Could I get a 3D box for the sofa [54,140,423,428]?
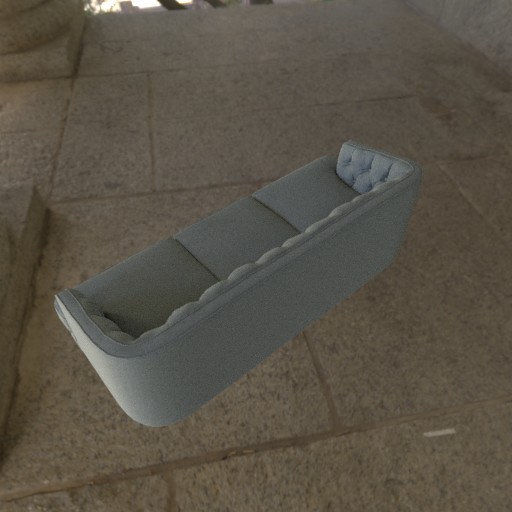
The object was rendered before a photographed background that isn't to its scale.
[{"bbox_3d":[0.000,0.000,2.791,2.278,0.855,0.941,-31,54,-26],"label":"sofa"}]
